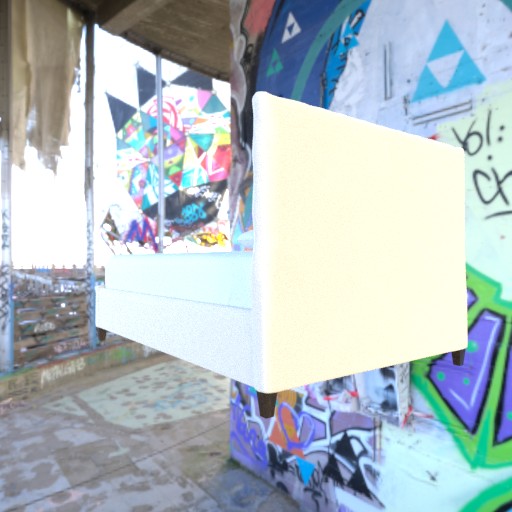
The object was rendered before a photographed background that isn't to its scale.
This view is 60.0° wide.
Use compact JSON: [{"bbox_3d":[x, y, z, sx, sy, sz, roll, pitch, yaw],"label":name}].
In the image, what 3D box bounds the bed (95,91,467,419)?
[{"bbox_3d":[0.000,0.000,3.341,1.698,1.427,2.387,0,-1,-37],"label":"bed"}]
